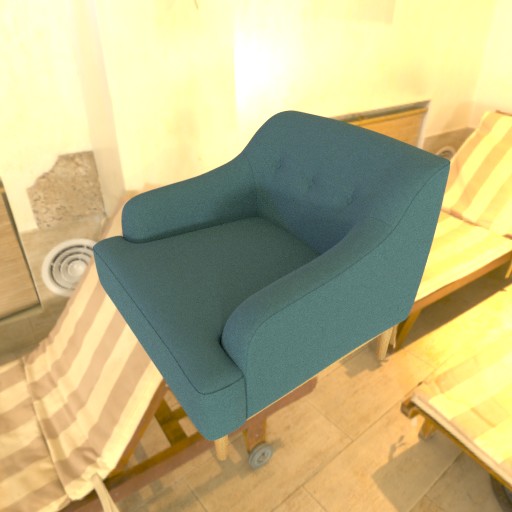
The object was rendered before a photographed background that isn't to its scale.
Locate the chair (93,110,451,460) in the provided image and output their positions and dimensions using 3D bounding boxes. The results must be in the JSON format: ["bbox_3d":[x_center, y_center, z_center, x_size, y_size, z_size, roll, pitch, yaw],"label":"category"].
[{"bbox_3d":[0.000,0.000,1.621,0.951,0.818,0.946,-19,36,-29],"label":"chair"}]
